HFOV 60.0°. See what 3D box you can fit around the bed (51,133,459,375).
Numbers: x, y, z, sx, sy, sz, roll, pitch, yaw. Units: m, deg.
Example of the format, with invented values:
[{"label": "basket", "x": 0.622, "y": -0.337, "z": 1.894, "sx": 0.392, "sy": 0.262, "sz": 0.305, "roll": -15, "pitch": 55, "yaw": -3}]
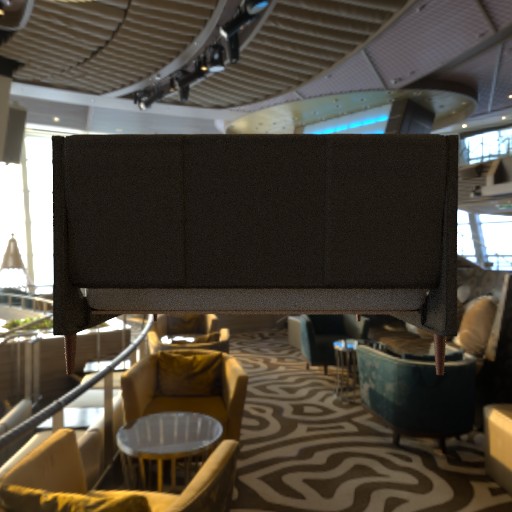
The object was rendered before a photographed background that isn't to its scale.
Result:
[{"label": "bed", "x": 0.000, "y": 0.000, "z": 2.473, "sx": 1.531, "sy": 0.933, "sz": 1.638, "roll": 0, "pitch": 0, "yaw": 0}]
